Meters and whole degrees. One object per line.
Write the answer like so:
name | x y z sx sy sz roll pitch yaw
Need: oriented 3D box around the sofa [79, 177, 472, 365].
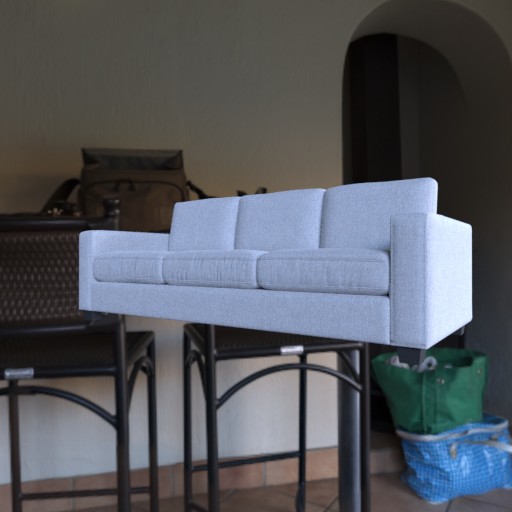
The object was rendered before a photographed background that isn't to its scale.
sofa | 0.000 0.000 2.536 2.120 0.800 0.900 0 0 35
